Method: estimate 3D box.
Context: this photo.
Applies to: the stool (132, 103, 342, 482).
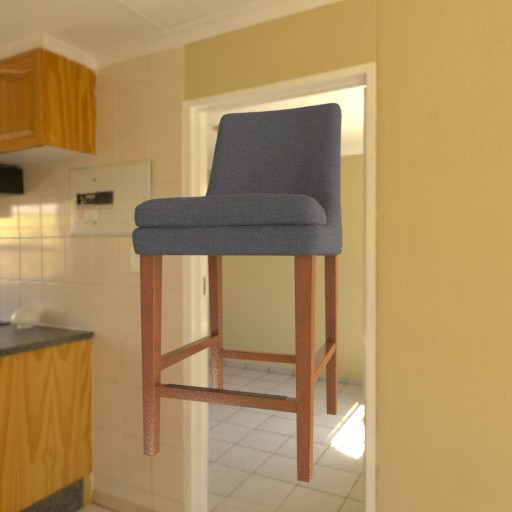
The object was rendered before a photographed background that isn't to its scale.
[{"bbox_3d":[0.000,0.000,1.268,0.470,0.981,0.577,0,1,18],"label":"stool"}]
